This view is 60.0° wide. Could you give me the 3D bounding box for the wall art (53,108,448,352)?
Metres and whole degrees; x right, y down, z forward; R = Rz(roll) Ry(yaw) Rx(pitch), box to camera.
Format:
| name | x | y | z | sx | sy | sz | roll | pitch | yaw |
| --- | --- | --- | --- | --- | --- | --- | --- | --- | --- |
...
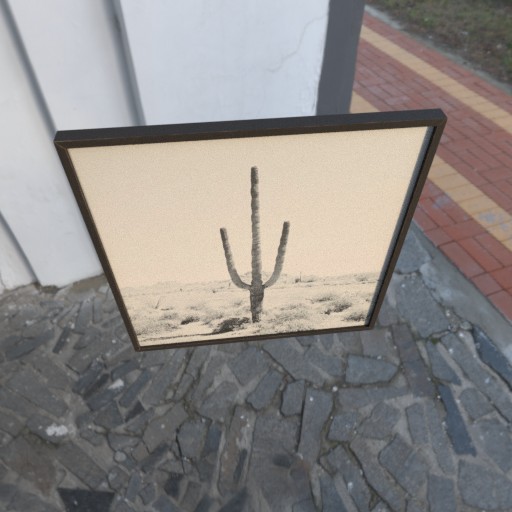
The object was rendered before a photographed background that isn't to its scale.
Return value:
| name | x | y | z | sx | sy | sz | roll | pitch | yaw |
| --- | --- | --- | --- | --- | --- | --- | --- | --- | --- |
| wall art | 0.000 | 0.000 | 1.145 | 0.762 | 0.762 | 0.038 | -5 | 48 | -4 |
